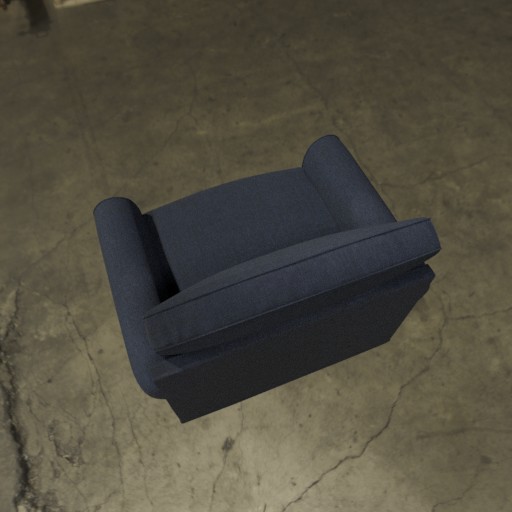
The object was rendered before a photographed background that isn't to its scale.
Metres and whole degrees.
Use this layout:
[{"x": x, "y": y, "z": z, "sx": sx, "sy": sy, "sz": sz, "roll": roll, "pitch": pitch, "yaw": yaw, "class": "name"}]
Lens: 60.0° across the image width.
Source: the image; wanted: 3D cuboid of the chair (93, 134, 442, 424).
[{"x": 0.000, "y": 0.000, "z": 2.033, "sx": 1.285, "sy": 1.044, "sz": 0.963, "roll": -19, "pitch": 61, "yaw": -11, "class": "chair"}]
